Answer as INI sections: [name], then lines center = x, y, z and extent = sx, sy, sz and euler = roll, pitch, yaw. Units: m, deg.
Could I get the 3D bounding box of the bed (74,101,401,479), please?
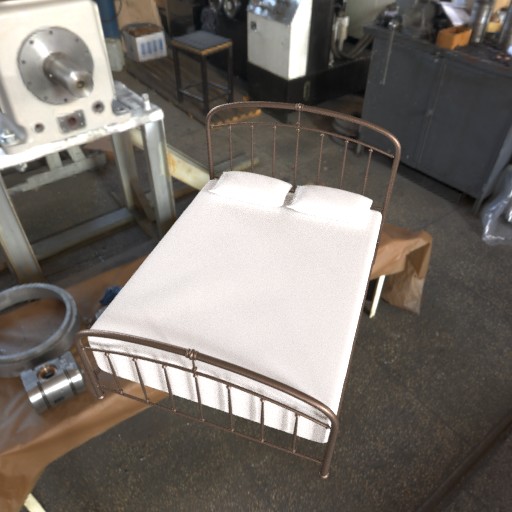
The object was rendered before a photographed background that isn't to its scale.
[bed]
center = 0.000, 0.000, 3.270
extent = 1.711, 1.475, 2.168
euler = 13, 43, 14
